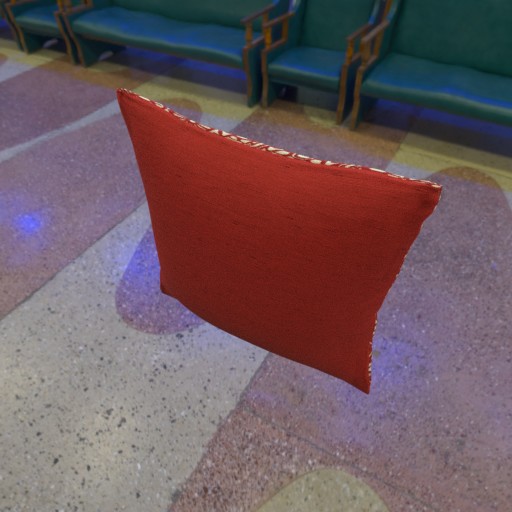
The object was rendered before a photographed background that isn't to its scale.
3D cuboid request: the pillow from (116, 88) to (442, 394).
[{"bbox_3d":[0.000,0.000,0.666,0.438,0.419,0.162,23,49,21],"label":"pillow"}]
